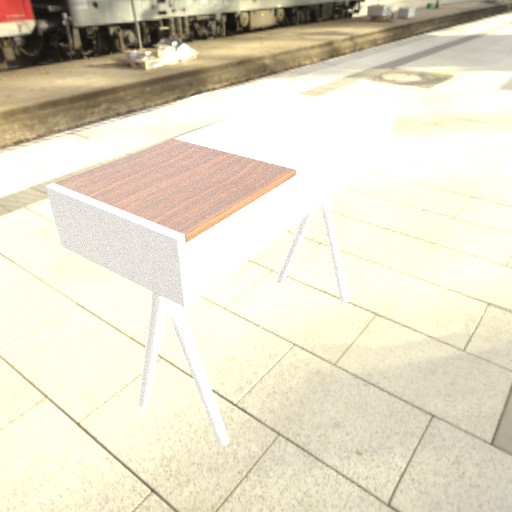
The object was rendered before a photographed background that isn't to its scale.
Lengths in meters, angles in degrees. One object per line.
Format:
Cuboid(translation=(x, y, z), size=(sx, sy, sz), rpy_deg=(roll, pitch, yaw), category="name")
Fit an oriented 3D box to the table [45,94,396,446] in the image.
Cuboid(translation=(0.000, 0.000, 1.460), size=(0.418, 0.785, 1.066), rpy_deg=(21, 38, 29), category="table")
